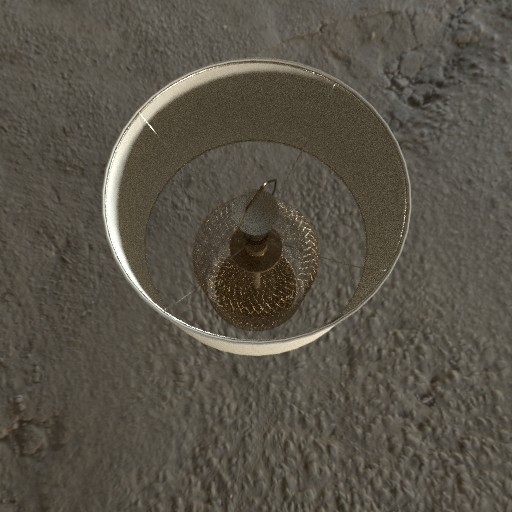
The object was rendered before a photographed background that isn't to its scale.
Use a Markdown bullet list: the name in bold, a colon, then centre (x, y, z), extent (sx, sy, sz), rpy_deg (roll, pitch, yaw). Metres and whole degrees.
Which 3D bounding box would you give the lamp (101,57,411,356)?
- **lamp**: centre (0.000, 0.000, 0.783), extent (0.353, 0.578, 0.353), rpy_deg (0, 75, 0)
